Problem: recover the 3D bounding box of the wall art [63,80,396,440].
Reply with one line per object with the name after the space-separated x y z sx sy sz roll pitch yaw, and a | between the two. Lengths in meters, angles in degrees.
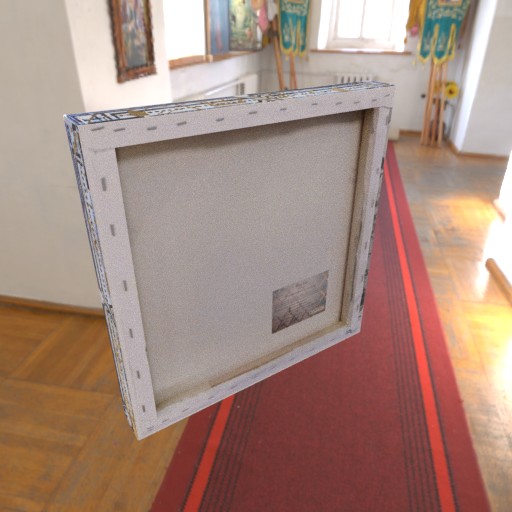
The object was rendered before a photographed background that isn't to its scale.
0.000 0.000 0.447 0.302 0.306 0.038 -18 34 -29 | wall art
